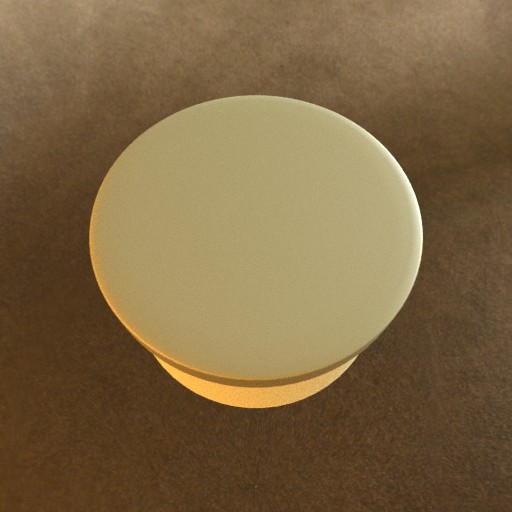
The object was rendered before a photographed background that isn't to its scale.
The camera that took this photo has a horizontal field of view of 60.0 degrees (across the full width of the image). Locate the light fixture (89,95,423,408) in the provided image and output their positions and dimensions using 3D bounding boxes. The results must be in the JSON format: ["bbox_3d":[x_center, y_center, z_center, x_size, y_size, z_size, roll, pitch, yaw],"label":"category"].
[{"bbox_3d":[0.000,0.000,0.628,0.393,0.229,0.393,0,63,0],"label":"light fixture"}]
